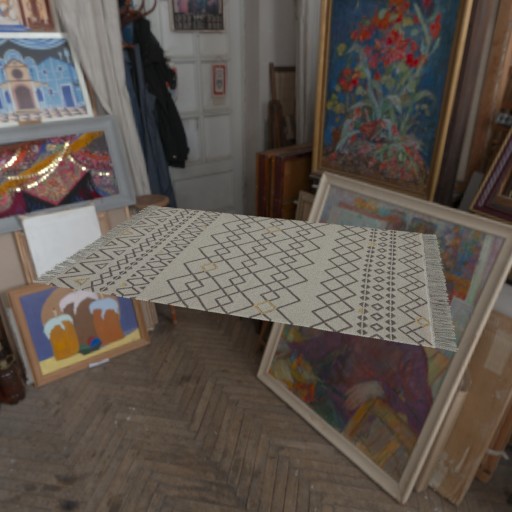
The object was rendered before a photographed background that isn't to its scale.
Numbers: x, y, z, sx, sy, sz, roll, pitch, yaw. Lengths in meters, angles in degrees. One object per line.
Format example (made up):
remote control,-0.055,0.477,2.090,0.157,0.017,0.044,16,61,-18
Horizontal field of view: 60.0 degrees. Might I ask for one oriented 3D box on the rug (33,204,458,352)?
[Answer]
rug,0.000,0.000,3.070,2.472,0.035,1.495,7,27,15
